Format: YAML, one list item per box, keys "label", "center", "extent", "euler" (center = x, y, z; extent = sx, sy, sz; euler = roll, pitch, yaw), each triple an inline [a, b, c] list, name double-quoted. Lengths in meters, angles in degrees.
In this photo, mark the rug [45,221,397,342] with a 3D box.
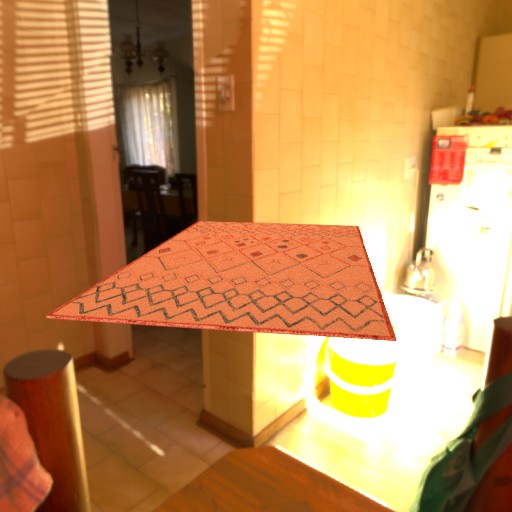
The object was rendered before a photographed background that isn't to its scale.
- label: "rug"
  center: [0.000, 0.000, 3.031]
  extent: [1.524, 0.015, 2.438]
  euler: [2, 15, 9]
